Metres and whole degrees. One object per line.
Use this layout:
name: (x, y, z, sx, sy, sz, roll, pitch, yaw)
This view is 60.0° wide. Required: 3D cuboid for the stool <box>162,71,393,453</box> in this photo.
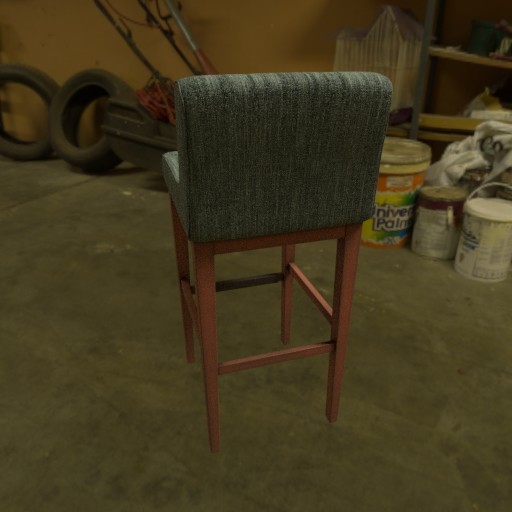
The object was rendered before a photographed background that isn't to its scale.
stool: (0.000, 0.000, 1.225, 0.426, 0.965, 0.499, -8, 27, -15)
